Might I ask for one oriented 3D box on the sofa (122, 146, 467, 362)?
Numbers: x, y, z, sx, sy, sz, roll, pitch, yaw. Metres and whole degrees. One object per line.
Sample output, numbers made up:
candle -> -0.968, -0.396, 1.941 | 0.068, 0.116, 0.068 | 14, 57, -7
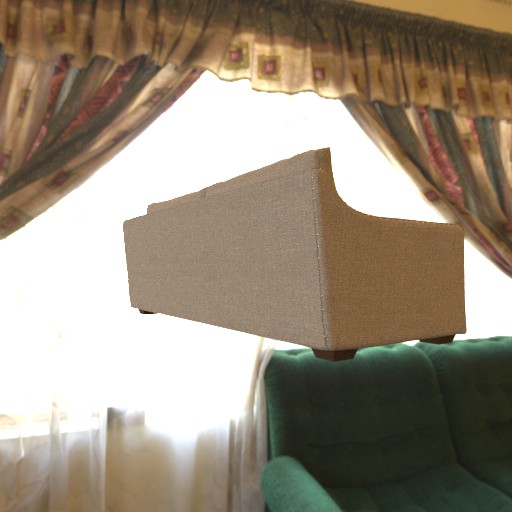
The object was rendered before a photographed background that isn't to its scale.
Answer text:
sofa -> 0.000, 0.000, 2.758 | 1.000, 0.857, 2.208 | 1, -2, -34
